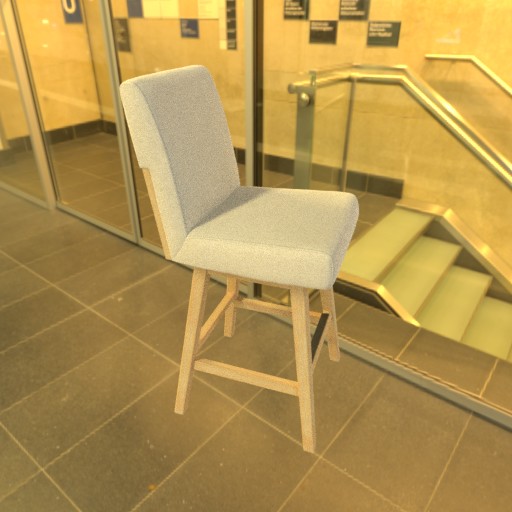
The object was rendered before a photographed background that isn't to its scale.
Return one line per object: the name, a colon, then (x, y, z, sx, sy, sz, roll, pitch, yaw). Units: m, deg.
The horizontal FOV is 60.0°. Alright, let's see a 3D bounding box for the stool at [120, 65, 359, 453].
stool: (0.000, 0.000, 1.325, 0.543, 1.015, 0.446, 10, 30, 17)
